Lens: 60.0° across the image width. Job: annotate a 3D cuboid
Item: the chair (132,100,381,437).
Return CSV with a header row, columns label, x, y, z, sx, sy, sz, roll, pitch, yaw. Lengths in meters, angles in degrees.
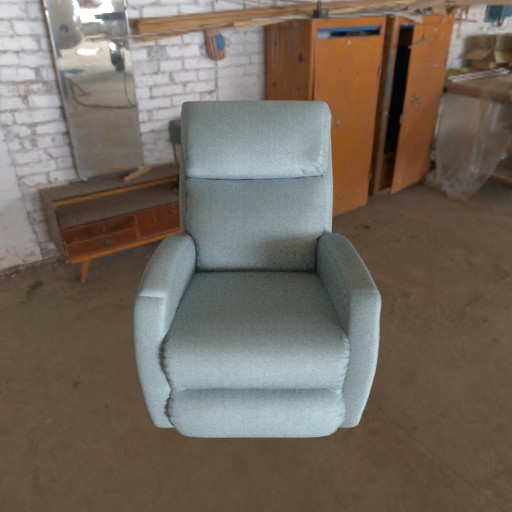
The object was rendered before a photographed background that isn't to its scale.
label,x,y,z,sx,sy,sz,roll,pitch,yaw
chair,0.000,0.000,1.701,0.794,1.016,0.940,0,30,0
